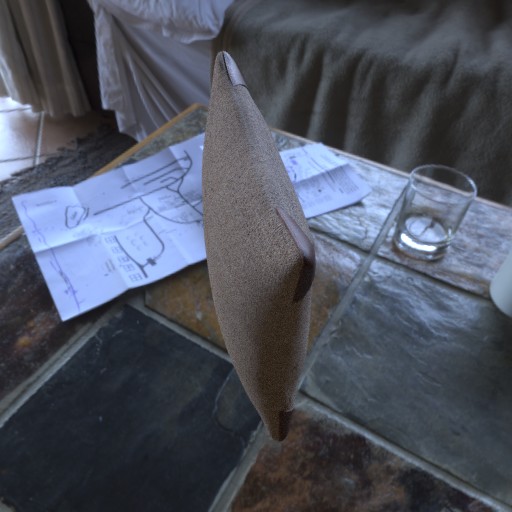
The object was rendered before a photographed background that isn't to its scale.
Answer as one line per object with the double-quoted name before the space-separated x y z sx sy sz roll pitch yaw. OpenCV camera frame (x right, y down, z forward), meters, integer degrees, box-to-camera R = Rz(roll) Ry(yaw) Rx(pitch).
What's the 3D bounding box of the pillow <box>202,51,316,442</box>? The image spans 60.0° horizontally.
"pillow" 0.000 0.000 0.673 0.147 0.448 0.437 -10 47 -9
